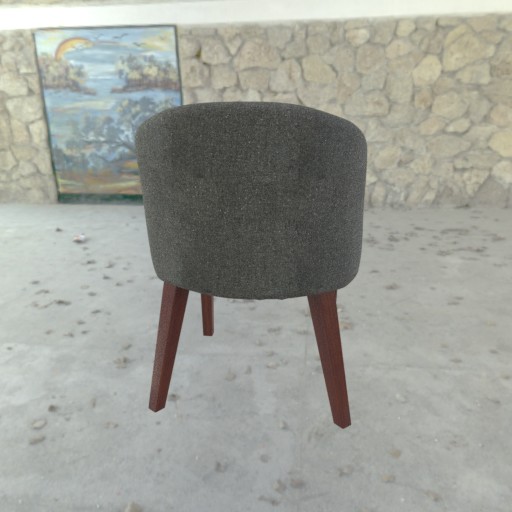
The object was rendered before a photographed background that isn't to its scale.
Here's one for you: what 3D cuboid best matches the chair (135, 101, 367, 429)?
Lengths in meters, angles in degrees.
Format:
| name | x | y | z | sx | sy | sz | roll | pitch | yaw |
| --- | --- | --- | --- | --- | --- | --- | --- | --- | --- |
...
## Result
| name | x | y | z | sx | sy | sz | roll | pitch | yaw |
| --- | --- | --- | --- | --- | --- | --- | --- | --- | --- |
| chair | 0.000 | 0.000 | 1.270 | 0.583 | 0.811 | 0.655 | 2 | 17 | 8 |
